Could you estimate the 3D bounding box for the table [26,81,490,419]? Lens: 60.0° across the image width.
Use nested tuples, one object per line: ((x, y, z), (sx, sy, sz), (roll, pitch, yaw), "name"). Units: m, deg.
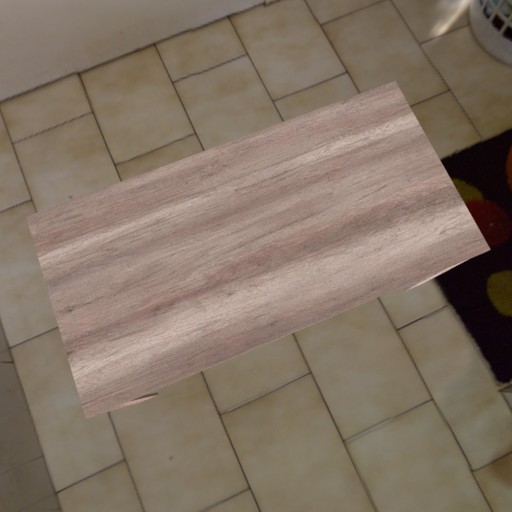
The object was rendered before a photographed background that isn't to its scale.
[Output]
((0.000, 0.000, 2.297), (1.800, 0.790, 0.900), (-22, 76, -6), "table")
